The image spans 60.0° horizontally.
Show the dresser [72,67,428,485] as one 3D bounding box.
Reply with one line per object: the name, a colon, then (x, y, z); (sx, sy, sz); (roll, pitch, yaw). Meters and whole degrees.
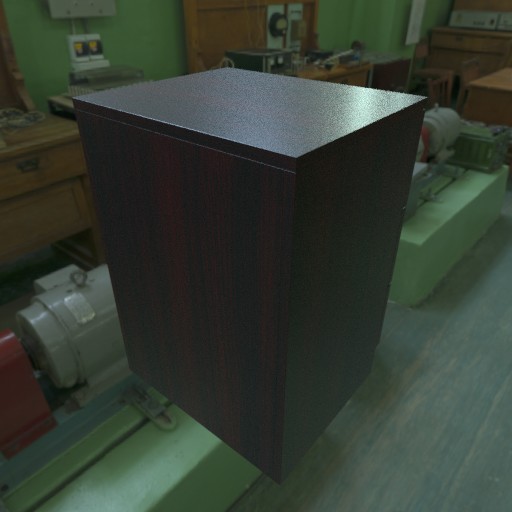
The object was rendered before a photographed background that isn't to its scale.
dresser: (0.000, 0.000, 0.805); (0.400, 0.560, 0.360); (24, 39, 33)
